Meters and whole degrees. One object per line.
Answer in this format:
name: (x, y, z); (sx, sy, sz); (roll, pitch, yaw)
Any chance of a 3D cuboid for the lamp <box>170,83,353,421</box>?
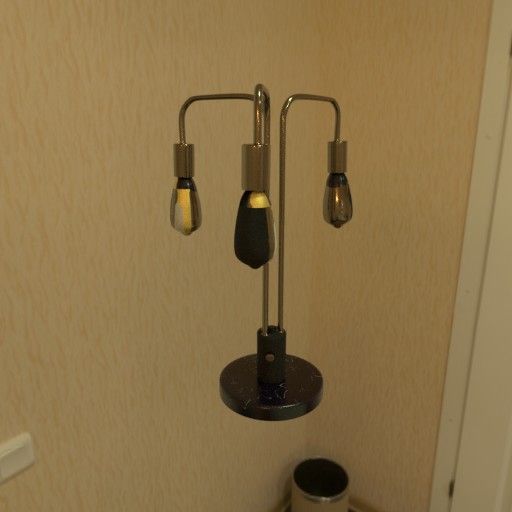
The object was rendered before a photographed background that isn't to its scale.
lamp: (0.000, 0.000, 0.800); (0.355, 0.560, 0.368); (2, 16, 8)
